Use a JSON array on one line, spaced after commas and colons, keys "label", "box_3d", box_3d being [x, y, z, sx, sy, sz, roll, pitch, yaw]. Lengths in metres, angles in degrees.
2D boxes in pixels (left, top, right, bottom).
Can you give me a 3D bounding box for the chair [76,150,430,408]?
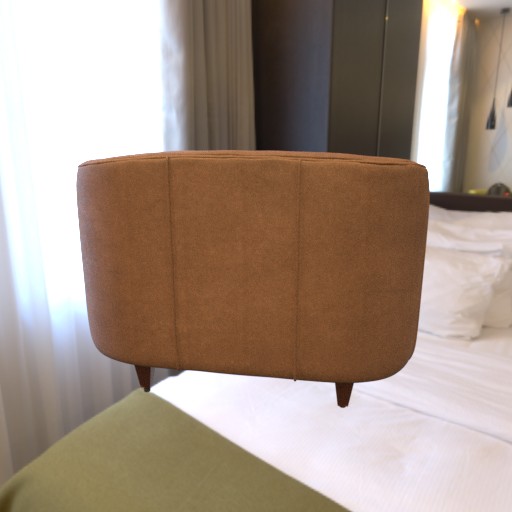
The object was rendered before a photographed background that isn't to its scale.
[{"label": "chair", "box_3d": [0.000, 0.000, 1.677, 1.118, 0.787, 0.914, 2, 14, 8]}]
